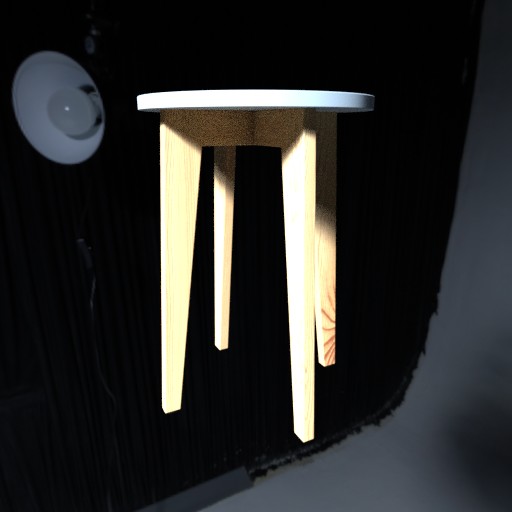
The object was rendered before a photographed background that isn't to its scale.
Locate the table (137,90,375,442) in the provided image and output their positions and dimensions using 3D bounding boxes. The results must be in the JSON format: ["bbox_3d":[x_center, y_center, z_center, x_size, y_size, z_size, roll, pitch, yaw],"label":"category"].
[{"bbox_3d":[0.000,0.000,0.746,0.350,0.500,0.350,0,17,0],"label":"table"}]
